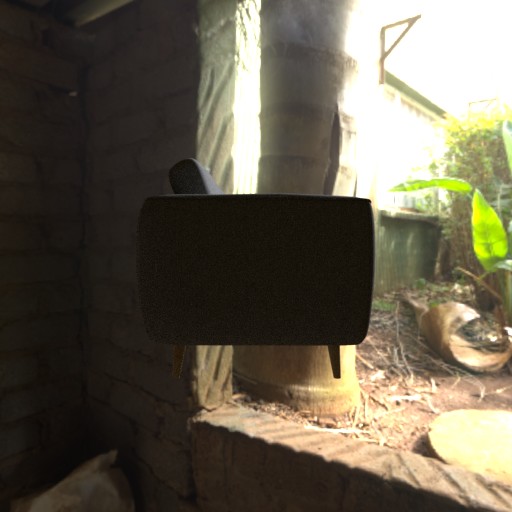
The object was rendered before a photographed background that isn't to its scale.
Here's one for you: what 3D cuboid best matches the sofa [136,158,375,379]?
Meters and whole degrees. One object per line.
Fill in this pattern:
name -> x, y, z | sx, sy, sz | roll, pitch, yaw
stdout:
sofa -> 0.000, 0.000, 2.513 | 0.920, 0.870, 2.000 | 0, 3, 0
